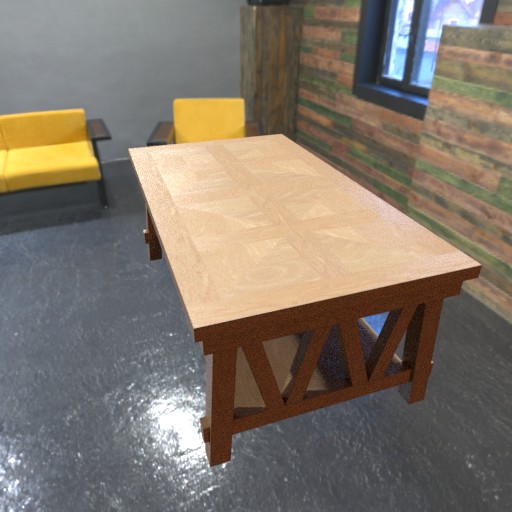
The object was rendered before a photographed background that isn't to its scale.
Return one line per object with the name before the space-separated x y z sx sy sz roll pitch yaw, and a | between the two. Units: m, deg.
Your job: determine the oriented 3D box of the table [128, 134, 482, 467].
table | 0.000 0.000 1.615 0.711 0.507 1.270 -10 32 -17
